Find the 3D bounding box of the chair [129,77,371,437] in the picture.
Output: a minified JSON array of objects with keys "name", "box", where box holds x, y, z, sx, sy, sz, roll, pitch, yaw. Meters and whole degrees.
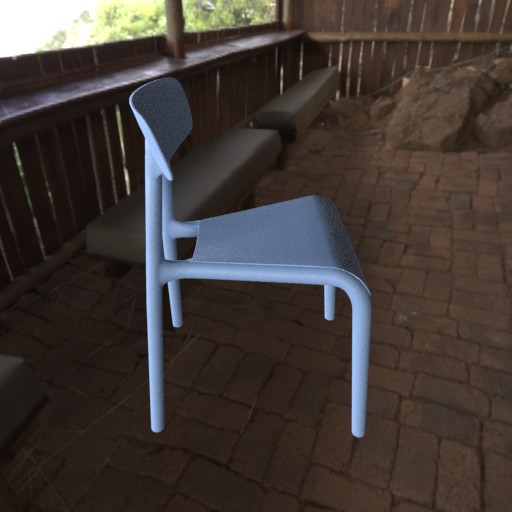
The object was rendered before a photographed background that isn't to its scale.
[{"name":"chair","box":[0.000,0.000,0.816,0.401,0.580,0.356,-1,32,-1]}]
